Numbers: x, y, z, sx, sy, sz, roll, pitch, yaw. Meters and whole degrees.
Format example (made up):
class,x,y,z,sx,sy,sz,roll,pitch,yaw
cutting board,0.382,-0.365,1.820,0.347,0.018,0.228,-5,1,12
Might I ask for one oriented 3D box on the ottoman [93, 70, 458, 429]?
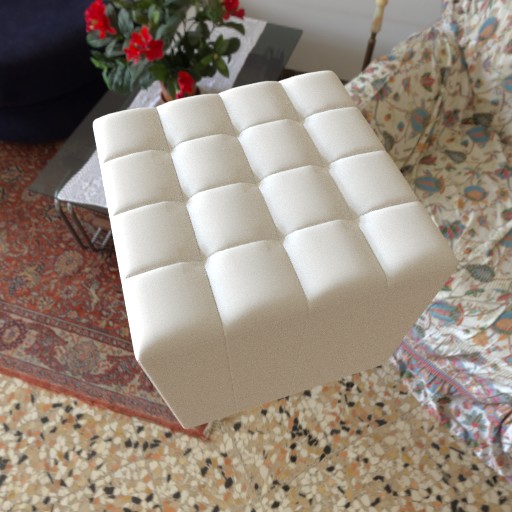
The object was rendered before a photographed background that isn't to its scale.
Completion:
class,x,y,z,sx,sy,sz,roll,pitch,yaw
ottoman,0.000,0.000,0.814,0.425,0.432,0.425,-15,59,-9
